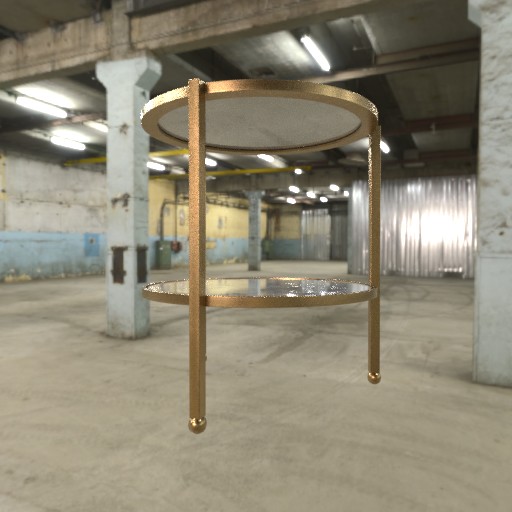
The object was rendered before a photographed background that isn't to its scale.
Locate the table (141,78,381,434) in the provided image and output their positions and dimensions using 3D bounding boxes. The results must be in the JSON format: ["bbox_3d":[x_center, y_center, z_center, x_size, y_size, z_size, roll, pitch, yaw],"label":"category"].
[{"bbox_3d":[0.000,0.000,0.454,0.231,0.269,0.243,-1,1,-36],"label":"table"}]
